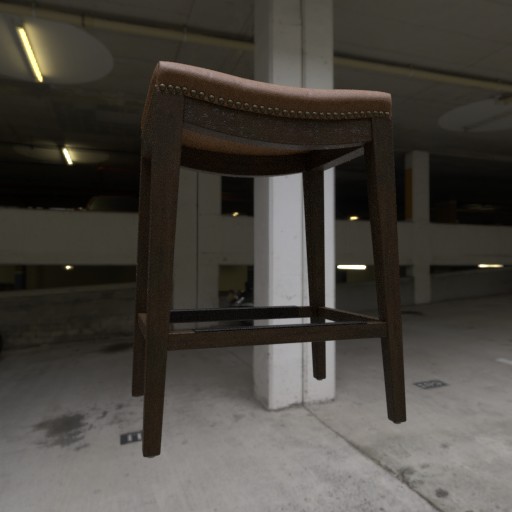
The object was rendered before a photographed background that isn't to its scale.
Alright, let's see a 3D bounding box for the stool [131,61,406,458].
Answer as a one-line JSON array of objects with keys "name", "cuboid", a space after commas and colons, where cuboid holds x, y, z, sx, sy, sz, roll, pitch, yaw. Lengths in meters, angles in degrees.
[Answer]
[{"name": "stool", "cuboid": [0.000, 0.000, 0.961, 0.500, 0.660, 0.361, 0, -1, -19]}]
